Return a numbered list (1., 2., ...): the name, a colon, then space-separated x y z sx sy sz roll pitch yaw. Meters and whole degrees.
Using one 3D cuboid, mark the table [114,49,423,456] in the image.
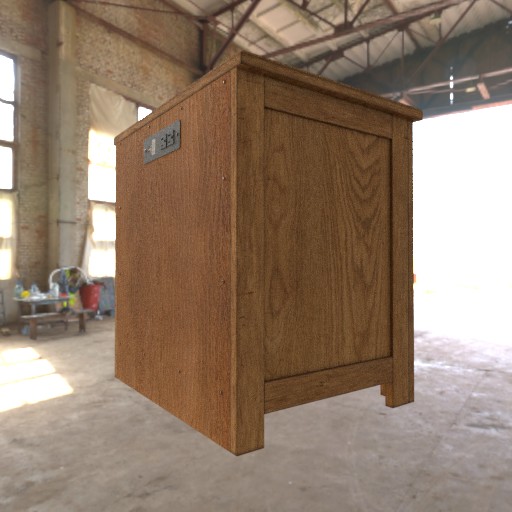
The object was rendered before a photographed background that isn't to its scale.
1. table: 0.000 0.000 1.060 0.494 0.625 0.601 0 -1 -36
